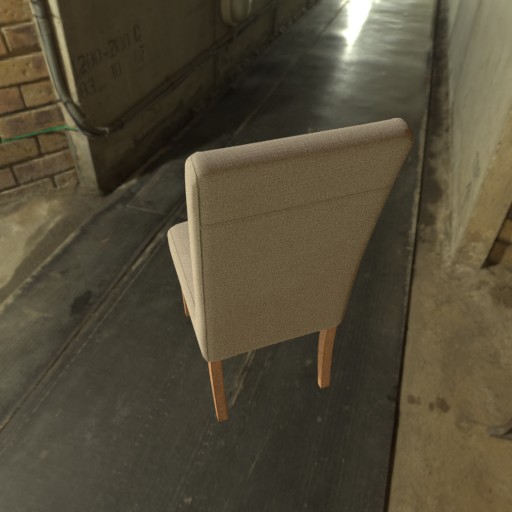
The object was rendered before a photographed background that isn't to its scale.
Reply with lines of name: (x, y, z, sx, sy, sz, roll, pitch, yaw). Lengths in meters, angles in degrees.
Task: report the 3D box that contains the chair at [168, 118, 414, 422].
chair: (0.000, 0.000, 1.325, 0.450, 1.033, 0.611, -13, 44, -14)
